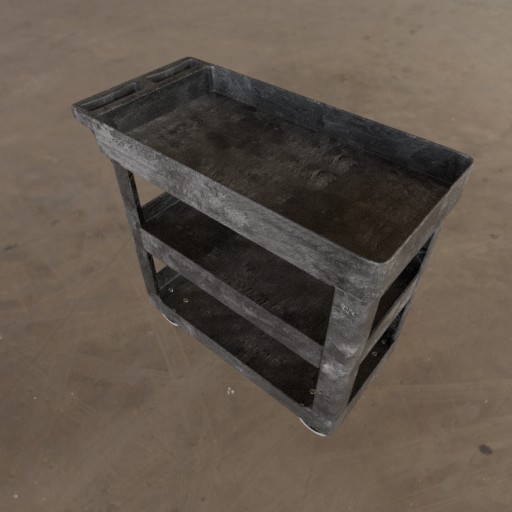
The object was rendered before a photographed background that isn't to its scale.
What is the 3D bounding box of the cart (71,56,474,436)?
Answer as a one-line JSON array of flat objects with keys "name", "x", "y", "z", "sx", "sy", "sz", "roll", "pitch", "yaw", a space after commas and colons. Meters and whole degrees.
[{"name": "cart", "x": 0.000, "y": 0.000, "z": 1.309, "sx": 0.877, "sy": 0.824, "sz": 0.420, "roll": 31, "pitch": 53, "yaw": 27}]
